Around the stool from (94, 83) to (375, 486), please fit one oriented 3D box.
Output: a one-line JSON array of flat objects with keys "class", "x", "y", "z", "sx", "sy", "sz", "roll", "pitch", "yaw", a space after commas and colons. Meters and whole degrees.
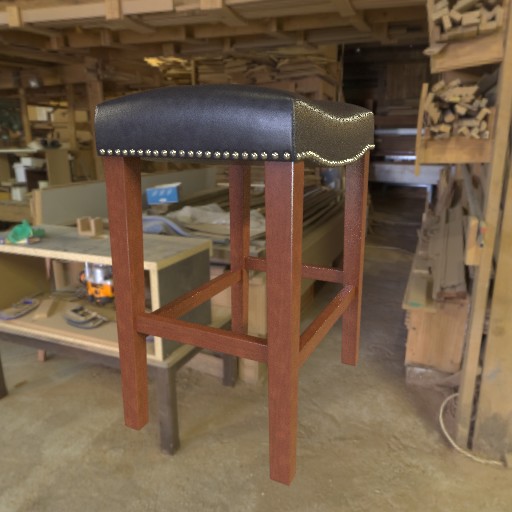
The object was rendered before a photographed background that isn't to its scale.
[{"class": "stool", "x": 0.000, "y": 0.000, "z": 0.951, "sx": 0.372, "sy": 0.654, "sz": 0.504, "roll": 8, "pitch": 17, "yaw": 25}]
